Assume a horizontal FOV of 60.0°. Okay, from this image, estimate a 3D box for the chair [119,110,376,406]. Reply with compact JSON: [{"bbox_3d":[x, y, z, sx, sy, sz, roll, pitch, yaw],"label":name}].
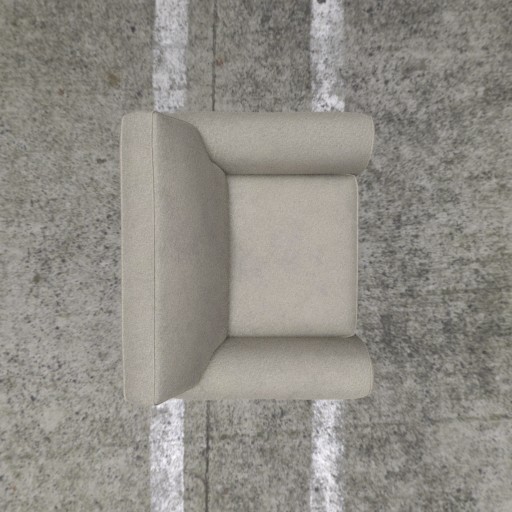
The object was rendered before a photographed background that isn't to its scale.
[{"bbox_3d":[0.000,0.000,1.870,0.939,1.044,1.147,0,91,-1],"label":"chair"}]
